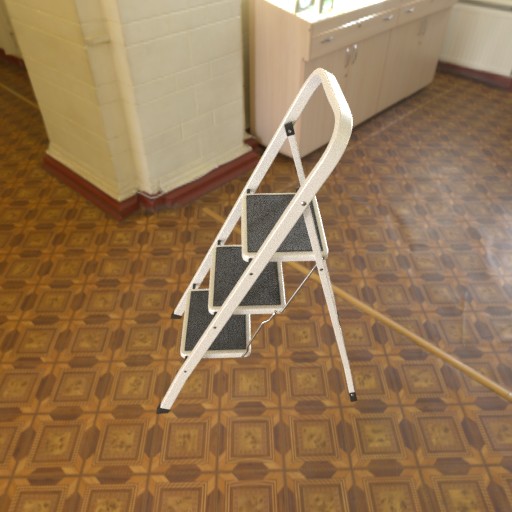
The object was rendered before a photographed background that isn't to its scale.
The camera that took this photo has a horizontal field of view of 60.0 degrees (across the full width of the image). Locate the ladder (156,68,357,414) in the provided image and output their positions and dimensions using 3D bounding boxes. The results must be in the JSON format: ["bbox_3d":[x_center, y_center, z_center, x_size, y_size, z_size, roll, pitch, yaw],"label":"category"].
[{"bbox_3d":[0.000,0.000,1.383,0.711,1.050,0.460,-1,41,-1],"label":"ladder"}]
